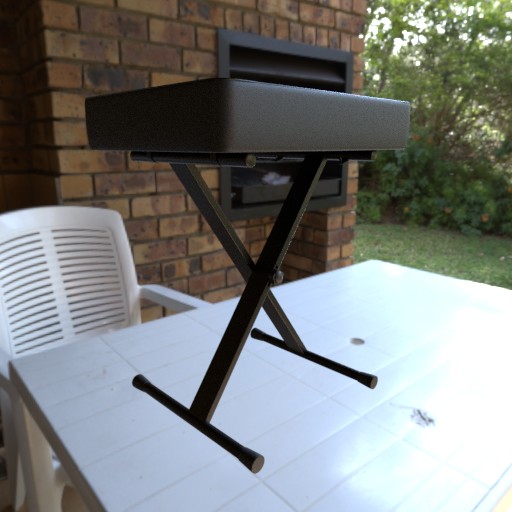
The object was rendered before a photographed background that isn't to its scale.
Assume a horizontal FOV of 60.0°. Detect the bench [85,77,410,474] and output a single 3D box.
[{"bbox_3d":[0.000,0.000,0.754,0.321,0.500,0.424,14,20,43],"label":"bench"}]
